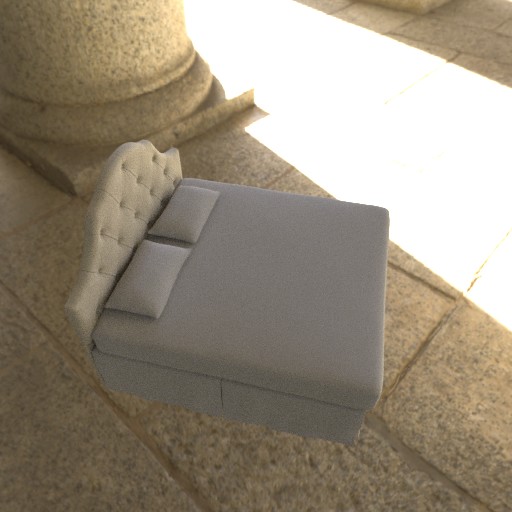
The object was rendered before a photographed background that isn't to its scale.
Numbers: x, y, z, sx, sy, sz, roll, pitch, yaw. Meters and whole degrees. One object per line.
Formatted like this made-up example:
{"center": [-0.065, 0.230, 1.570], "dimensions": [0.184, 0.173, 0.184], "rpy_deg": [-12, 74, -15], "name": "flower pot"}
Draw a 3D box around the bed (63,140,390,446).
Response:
{"center": [0.000, 0.000, 3.490], "dimensions": [2.086, 1.555, 2.012], "rpy_deg": [10, 47, 9], "name": "bed"}
